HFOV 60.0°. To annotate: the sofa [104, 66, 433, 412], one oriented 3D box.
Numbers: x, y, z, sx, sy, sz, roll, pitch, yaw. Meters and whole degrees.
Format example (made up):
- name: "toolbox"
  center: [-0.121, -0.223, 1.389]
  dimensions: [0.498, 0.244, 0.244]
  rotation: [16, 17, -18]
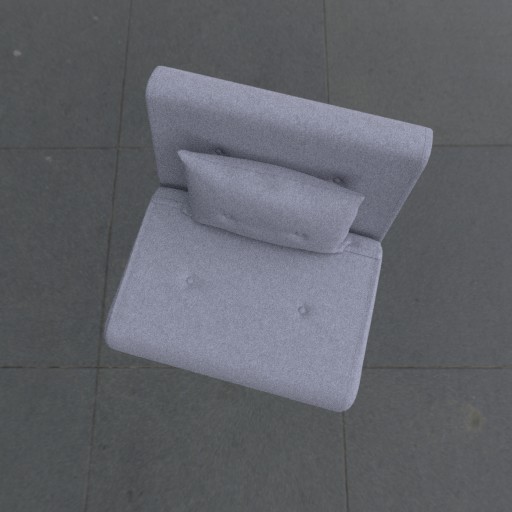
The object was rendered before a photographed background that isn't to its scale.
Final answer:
- name: "sofa"
  center: [0.000, 0.000, 1.783]
  dimensions: [1.020, 0.825, 1.000]
  rotation: [14, 76, 4]
